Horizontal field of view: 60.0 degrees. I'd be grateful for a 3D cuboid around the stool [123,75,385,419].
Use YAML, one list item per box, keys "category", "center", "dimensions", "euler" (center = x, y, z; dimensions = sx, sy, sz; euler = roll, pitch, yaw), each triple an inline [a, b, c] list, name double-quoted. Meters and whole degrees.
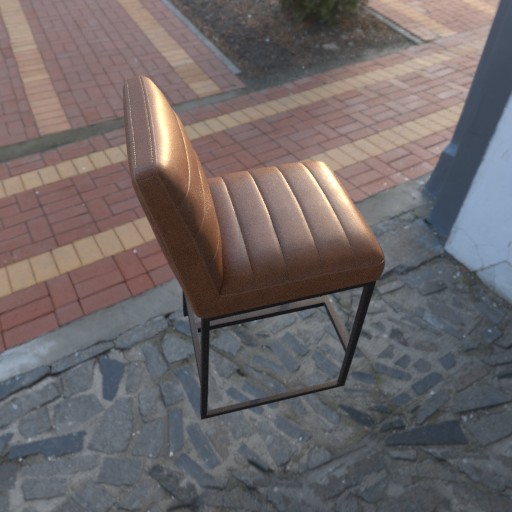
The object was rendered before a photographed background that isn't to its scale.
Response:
- category: "stool"
  center: [0.000, 0.000, 1.268]
  dimensions: [0.556, 0.940, 0.458]
  euler: [-10, 46, -10]
